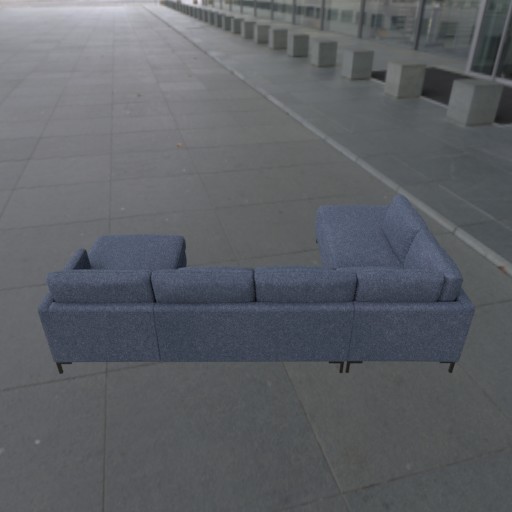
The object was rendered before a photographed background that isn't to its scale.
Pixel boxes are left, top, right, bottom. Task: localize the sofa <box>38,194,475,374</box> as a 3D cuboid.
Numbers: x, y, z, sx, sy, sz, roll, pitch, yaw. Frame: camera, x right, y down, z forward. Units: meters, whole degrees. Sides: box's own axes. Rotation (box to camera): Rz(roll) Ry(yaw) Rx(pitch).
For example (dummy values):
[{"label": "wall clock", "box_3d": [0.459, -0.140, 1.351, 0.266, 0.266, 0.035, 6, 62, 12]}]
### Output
[{"label": "sofa", "box_3d": [0.000, 0.000, 3.860, 2.956, 0.813, 2.007, 0, 31, 0]}]
